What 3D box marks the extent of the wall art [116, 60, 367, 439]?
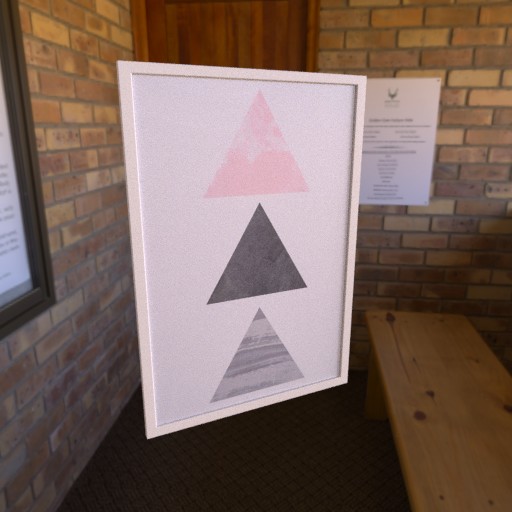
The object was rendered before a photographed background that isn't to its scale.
[{"bbox_3d":[0.000,0.000,0.840,0.456,0.656,0.013,-7,17,-24],"label":"wall art"}]
